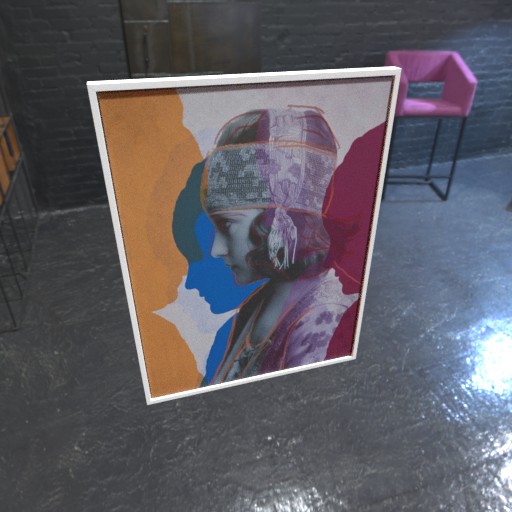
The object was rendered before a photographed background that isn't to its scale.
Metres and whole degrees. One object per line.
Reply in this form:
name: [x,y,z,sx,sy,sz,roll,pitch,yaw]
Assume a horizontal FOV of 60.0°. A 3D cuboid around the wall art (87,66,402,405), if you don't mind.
wall art: [0.000,0.000,1.369,0.795,1.050,0.039,-9,32,-14]
